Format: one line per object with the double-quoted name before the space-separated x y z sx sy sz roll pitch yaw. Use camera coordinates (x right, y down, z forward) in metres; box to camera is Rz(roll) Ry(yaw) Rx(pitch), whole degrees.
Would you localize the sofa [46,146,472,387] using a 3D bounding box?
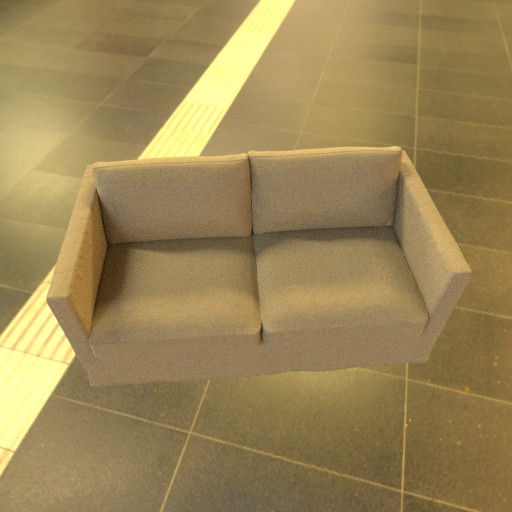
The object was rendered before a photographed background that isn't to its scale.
"sofa" 0.000 0.000 2.290 1.766 0.828 0.956 -3 47 -3
